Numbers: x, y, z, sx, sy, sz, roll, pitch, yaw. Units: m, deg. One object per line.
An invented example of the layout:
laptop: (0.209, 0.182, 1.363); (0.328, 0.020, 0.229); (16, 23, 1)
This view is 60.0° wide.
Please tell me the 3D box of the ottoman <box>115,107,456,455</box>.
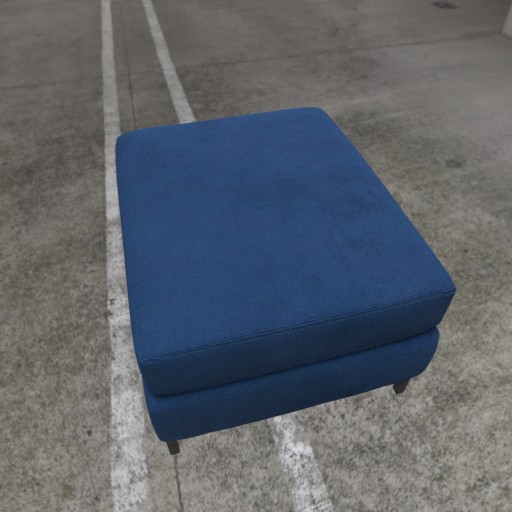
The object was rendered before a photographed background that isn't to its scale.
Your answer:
ottoman: (0.000, 0.000, 1.183); (0.655, 0.485, 0.794); (-11, 47, -10)
